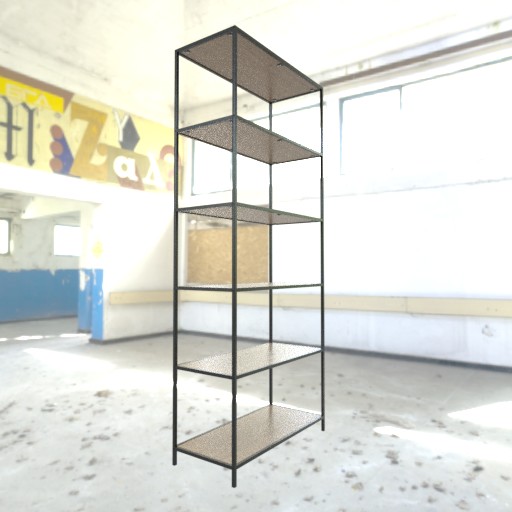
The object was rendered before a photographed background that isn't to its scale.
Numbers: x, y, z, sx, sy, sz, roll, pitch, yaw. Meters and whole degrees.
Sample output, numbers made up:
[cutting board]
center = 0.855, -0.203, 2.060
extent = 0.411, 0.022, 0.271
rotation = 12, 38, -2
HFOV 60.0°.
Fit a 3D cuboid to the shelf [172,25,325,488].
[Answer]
[shelf]
center = 0.000, 0.000, 2.183
extent = 0.350, 1.850, 0.770
rotation = -1, -2, 36
